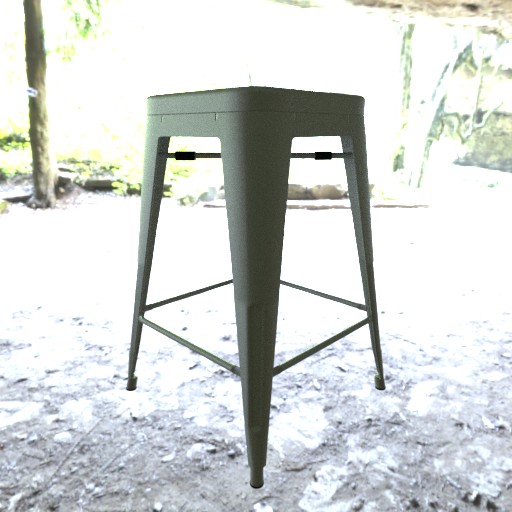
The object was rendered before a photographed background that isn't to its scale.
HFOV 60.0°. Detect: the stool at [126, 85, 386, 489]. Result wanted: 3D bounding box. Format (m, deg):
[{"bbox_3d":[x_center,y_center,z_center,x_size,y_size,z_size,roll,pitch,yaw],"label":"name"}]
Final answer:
[{"bbox_3d":[0.000,0.000,0.892,0.410,0.608,0.410,15,22,43],"label":"stool"}]
